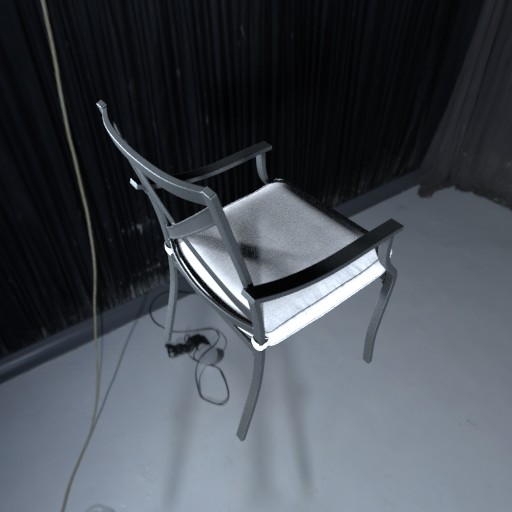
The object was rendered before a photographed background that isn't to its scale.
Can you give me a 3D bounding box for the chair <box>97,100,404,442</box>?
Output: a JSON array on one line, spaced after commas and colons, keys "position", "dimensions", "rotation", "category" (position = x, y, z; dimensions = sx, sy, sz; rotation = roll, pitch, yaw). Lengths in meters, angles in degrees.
[{"position": [0.000, 0.000, 1.283], "dimensions": [0.620, 0.889, 0.575], "rotation": [-26, 47, -27], "category": "chair"}]
